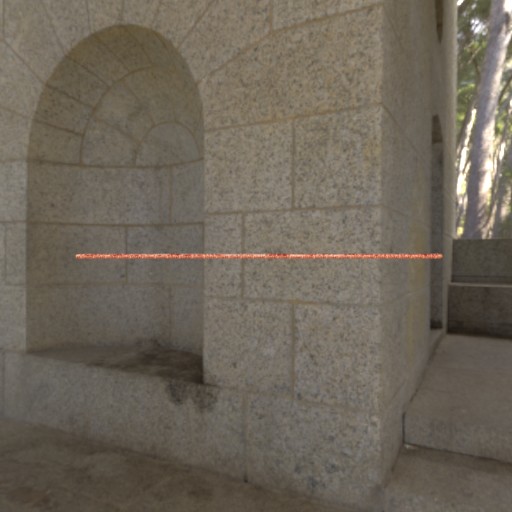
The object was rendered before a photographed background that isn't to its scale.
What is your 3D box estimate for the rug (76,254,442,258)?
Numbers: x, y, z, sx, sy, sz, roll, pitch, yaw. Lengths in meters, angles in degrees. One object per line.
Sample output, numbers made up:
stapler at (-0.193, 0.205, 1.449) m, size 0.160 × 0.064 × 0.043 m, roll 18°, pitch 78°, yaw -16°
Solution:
rug at (0.000, 0.000, 2.381) m, size 1.219 × 0.016 × 1.829 m, roll 0°, pitch 0°, yaw -1°
